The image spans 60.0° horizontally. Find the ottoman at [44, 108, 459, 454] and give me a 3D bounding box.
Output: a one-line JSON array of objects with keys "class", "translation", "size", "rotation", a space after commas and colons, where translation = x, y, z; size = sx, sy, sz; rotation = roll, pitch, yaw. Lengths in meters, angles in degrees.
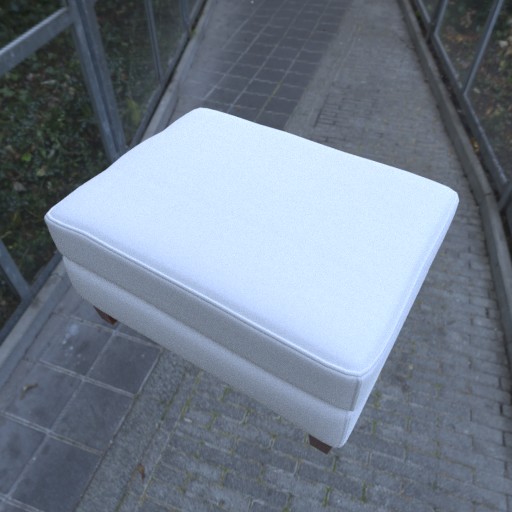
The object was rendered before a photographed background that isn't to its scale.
[{"class": "ottoman", "translation": [0.000, 0.000, 1.182], "size": [0.818, 0.479, 0.634], "rotation": [24, 51, 21]}]
